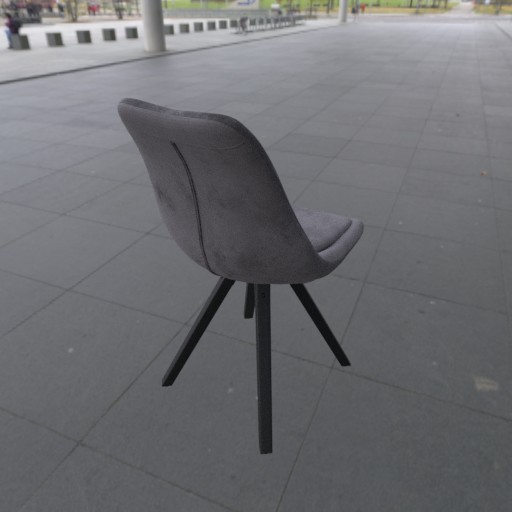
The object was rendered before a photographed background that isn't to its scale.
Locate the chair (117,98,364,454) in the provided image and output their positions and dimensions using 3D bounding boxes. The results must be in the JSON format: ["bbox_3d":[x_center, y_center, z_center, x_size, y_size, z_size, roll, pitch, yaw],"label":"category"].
[{"bbox_3d":[0.000,0.000,1.182,0.485,0.850,0.550,21,36,32],"label":"chair"}]
